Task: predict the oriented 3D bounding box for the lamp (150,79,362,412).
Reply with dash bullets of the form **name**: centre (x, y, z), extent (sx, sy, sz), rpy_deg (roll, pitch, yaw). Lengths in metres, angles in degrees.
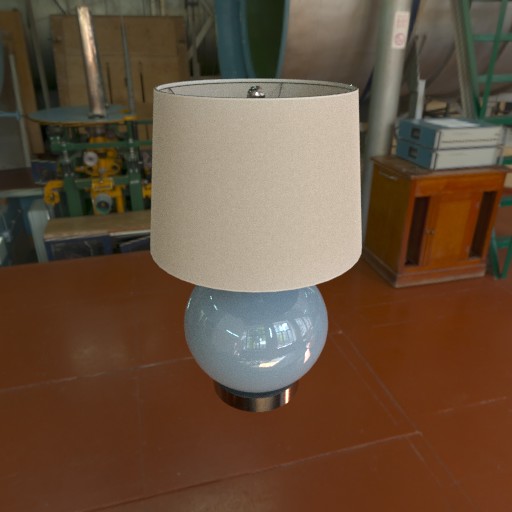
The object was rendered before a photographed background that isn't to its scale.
- **lamp**: centre (0.000, 0.000, 0.538), extent (0.247, 0.387, 0.247), rpy_deg (0, 26, 0)
